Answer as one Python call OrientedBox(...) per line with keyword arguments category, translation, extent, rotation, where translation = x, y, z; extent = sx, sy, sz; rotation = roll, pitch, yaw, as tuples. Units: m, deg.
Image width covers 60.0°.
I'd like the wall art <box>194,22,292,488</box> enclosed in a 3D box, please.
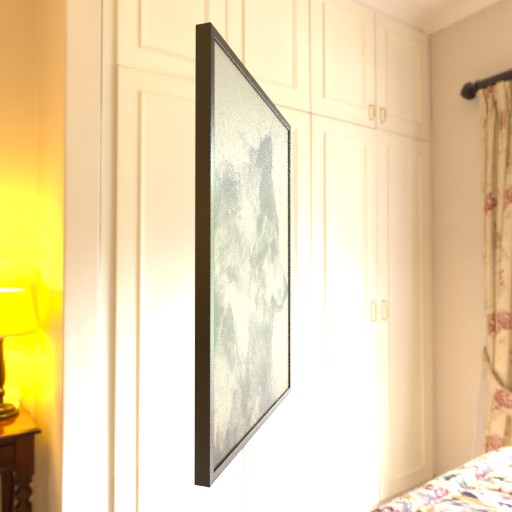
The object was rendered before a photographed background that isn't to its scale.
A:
OrientedBox(category="wall art", translation=(0.000, 0.000, 1.398), extent=(0.039, 1.061, 0.804), rotation=(0, -1, 18))
